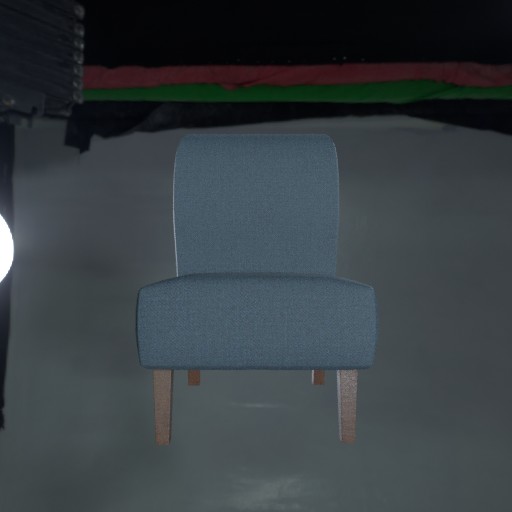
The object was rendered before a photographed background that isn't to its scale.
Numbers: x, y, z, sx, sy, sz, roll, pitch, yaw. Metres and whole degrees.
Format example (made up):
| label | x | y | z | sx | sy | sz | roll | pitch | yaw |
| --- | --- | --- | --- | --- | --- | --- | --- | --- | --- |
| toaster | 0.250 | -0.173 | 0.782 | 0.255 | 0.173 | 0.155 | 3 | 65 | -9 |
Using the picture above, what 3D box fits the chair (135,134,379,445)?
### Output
| label | x | y | z | sx | sy | sz | roll | pitch | yaw |
| --- | --- | --- | --- | --- | --- | --- | --- | --- | --- |
| chair | 0.000 | 0.000 | 1.187 | 0.513 | 0.804 | 0.592 | 0 | -1 | -1 |
